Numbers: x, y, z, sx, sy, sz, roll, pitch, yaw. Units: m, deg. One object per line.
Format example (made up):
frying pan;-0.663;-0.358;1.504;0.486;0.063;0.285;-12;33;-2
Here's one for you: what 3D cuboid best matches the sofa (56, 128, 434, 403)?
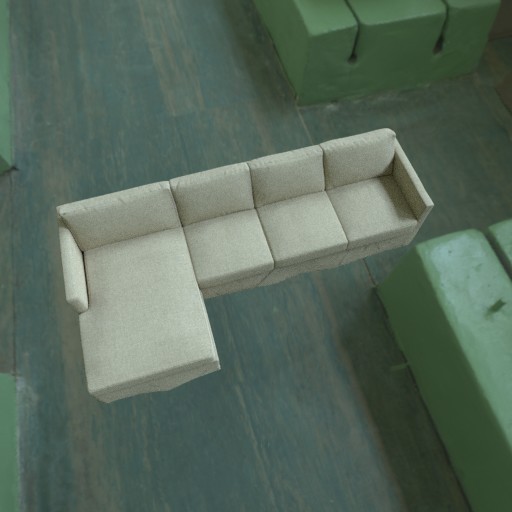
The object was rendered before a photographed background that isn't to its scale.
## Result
sofa;0.000;0.000;3.934;3.205;0.922;1.650;-15;64;-8
